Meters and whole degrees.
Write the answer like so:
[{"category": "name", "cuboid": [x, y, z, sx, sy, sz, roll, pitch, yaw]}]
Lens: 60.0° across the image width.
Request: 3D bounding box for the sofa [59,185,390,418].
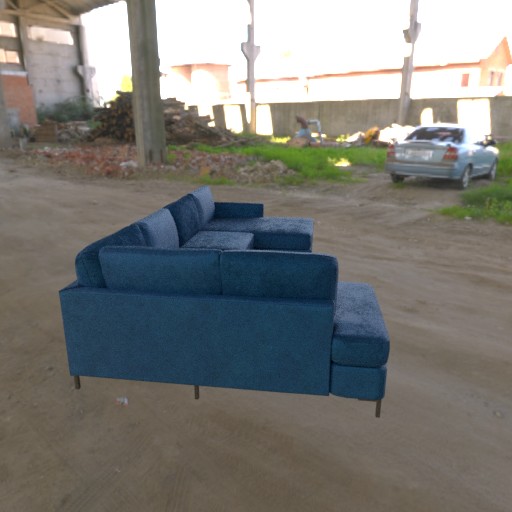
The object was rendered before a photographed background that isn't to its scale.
[{"category": "sofa", "cuboid": [0.000, 0.000, 4.319, 2.055, 0.992, 3.434, 2, 17, 7]}]
